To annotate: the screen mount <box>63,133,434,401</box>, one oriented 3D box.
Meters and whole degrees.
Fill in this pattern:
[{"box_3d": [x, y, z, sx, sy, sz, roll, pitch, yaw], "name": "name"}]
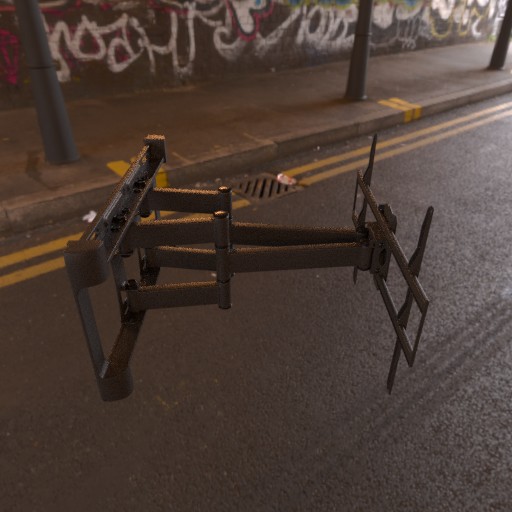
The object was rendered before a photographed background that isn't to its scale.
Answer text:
[{"box_3d": [0.000, 0.000, 1.115, 0.644, 0.491, 0.661, 0, 32, 0], "name": "screen mount"}]
